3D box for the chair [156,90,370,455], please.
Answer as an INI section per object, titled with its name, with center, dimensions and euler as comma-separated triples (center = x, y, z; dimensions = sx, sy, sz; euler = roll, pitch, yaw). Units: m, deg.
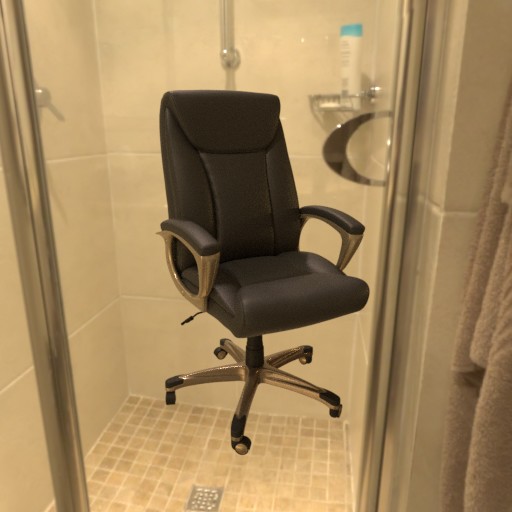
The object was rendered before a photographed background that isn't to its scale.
[chair]
center = 0.000, 0.000, 1.639
dimensions = 0.694, 1.188, 0.748
euler = -8, 18, -26
